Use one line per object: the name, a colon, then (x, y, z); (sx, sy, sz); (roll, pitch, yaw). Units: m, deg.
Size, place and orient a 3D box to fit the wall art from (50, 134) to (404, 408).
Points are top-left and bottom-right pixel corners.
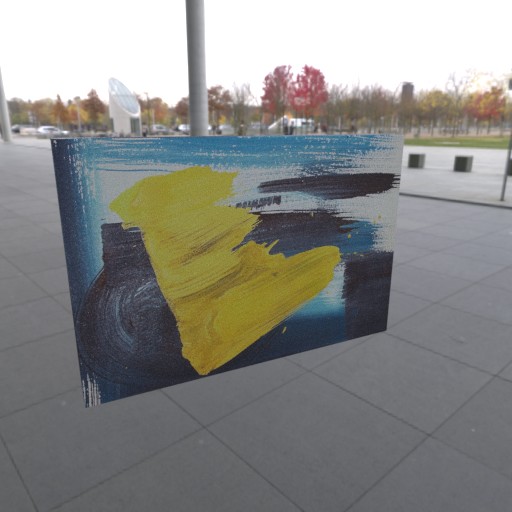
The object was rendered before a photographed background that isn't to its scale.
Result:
wall art: (0.000, 0.000, 0.776); (0.609, 0.406, 0.033); (-8, 18, -25)
